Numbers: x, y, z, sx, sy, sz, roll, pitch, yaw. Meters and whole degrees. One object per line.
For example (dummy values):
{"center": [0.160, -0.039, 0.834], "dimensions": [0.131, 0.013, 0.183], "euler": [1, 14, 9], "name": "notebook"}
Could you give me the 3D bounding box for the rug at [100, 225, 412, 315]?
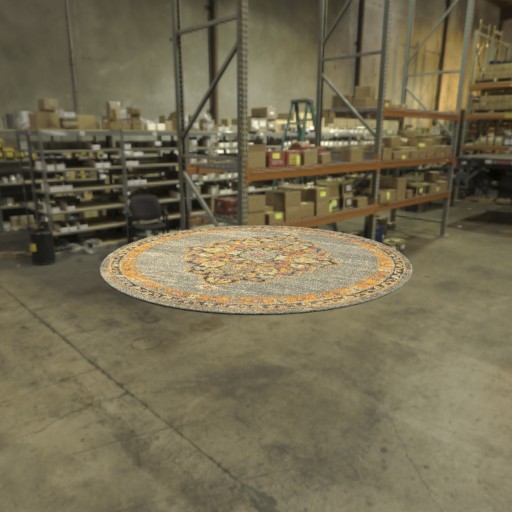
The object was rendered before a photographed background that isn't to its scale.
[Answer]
{"center": [0.000, 0.000, 2.391], "dimensions": [1.598, 0.010, 1.598], "euler": [0, 16, 0], "name": "rug"}
